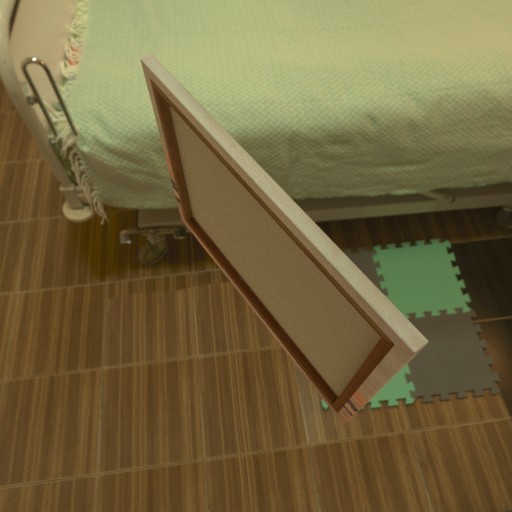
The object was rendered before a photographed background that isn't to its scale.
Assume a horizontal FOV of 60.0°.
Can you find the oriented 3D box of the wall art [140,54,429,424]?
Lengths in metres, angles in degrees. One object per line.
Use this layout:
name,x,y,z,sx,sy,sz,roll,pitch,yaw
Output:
wall art,0.000,0.000,1.331,0.038,0.763,1.015,-32,65,-17
